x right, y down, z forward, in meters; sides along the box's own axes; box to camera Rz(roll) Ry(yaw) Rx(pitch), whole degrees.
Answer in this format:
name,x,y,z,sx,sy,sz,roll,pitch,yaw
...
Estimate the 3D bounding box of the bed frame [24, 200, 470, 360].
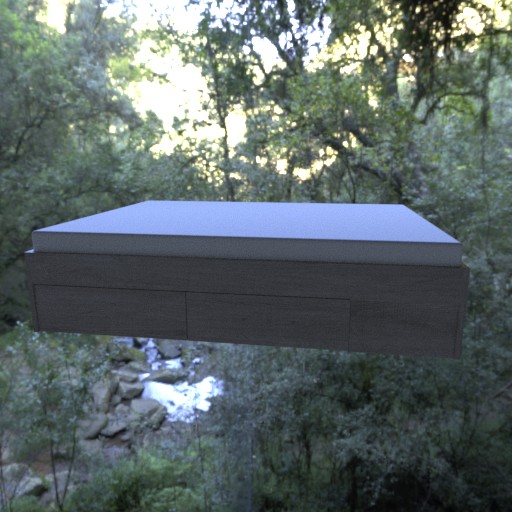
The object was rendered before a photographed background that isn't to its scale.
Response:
name,x,y,z,sx,sy,sz,roll,pitch,yaw
bed frame,0.000,0.000,2.634,1.944,0.490,1.448,2,13,8
